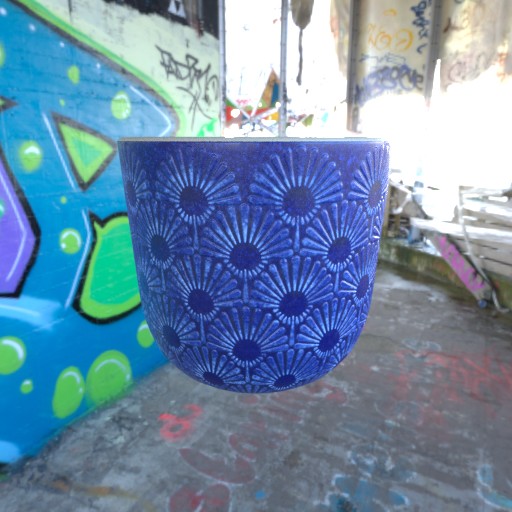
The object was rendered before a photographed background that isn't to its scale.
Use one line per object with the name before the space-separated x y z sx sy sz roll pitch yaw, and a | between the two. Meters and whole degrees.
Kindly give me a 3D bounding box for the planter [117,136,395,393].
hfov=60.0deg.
planter | 0.000 0.000 0.368 0.206 0.190 0.206 0 15 0
